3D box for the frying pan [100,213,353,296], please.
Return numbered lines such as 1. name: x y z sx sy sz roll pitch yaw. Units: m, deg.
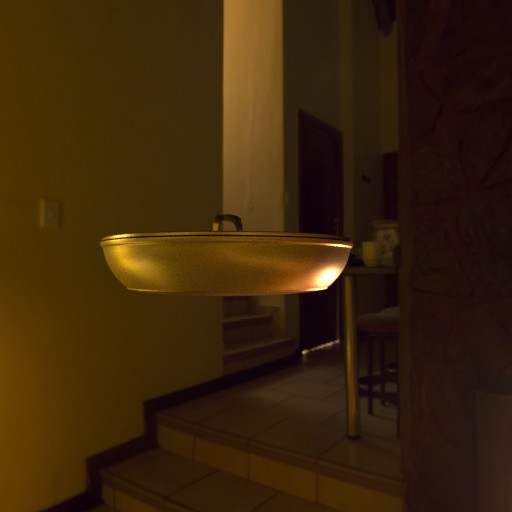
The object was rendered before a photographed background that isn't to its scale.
1. frying pan: 0.000 0.000 0.602 0.272 0.086 0.490 0 -2 16
